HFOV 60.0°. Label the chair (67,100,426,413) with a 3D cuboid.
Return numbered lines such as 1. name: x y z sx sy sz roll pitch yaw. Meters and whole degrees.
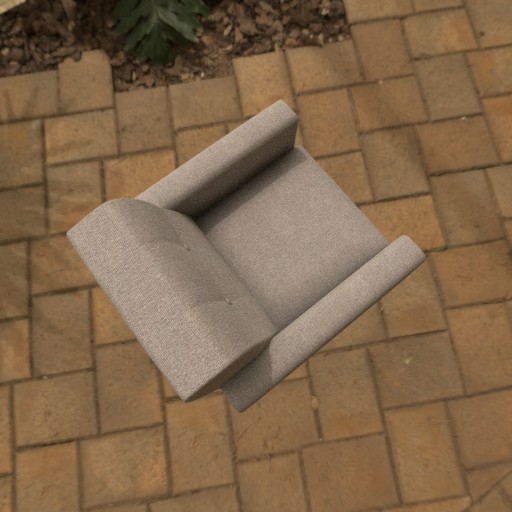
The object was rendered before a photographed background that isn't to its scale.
1. chair: 0.000 0.000 1.714 0.942 0.968 0.845 -37 78 -9
